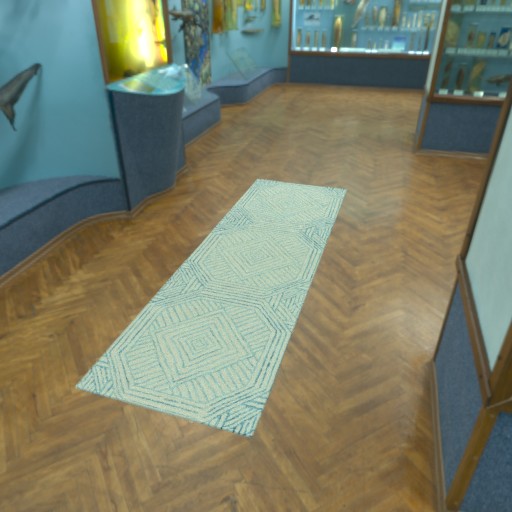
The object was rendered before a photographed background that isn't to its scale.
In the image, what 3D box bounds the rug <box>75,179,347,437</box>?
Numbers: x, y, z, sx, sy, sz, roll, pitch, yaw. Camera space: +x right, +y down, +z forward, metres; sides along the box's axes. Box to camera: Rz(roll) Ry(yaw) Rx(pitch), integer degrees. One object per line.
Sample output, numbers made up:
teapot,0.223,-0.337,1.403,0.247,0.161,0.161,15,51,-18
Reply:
rug,0.000,0.000,2.716,0.775,0.012,2.452,10,32,15
